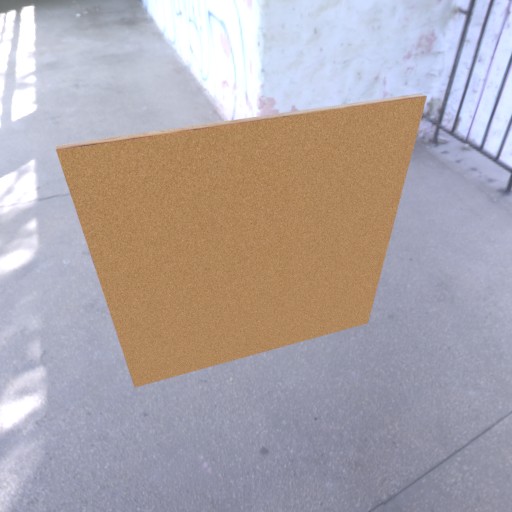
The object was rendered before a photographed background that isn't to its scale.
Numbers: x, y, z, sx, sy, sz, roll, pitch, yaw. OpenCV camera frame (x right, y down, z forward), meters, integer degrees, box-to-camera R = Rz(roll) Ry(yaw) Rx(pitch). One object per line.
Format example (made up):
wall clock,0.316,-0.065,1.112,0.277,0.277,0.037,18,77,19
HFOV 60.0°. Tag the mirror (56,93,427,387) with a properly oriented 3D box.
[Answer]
mirror,0.000,0.000,1.208,0.804,0.804,0.061,-12,43,-14
